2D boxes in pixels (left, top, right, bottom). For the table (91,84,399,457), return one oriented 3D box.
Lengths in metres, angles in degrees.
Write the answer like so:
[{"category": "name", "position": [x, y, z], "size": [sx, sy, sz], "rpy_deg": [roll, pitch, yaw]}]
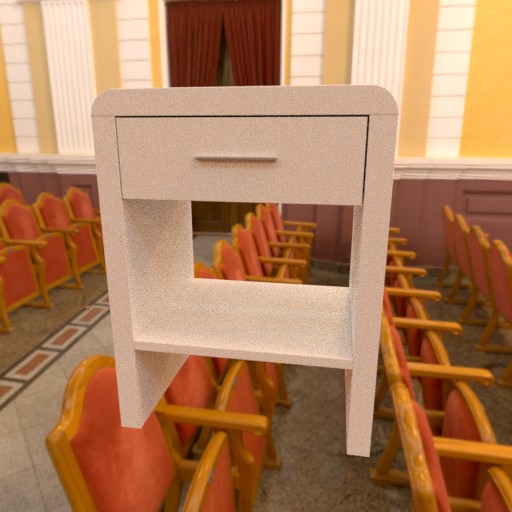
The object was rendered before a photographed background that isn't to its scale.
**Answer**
[{"category": "table", "position": [0.000, 0.000, 0.861], "size": [0.450, 0.590, 0.350], "rpy_deg": [3, 16, 10]}]
